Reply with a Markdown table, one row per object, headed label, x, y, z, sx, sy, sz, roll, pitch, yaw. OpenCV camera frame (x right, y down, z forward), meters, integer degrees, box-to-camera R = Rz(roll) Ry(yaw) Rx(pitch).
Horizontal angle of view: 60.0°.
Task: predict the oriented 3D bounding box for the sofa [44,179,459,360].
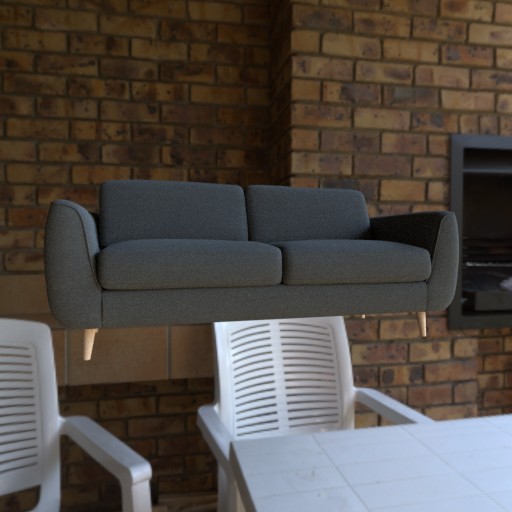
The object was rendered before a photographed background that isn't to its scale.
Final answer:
| label | x | y | z | sx | sy | sz | roll | pitch | yaw |
| --- | --- | --- | --- | --- | --- | --- | --- | --- | --- |
| sofa | 0.000 | 0.000 | 2.412 | 2.000 | 0.850 | 0.920 | 0 | 1 | -17 |
